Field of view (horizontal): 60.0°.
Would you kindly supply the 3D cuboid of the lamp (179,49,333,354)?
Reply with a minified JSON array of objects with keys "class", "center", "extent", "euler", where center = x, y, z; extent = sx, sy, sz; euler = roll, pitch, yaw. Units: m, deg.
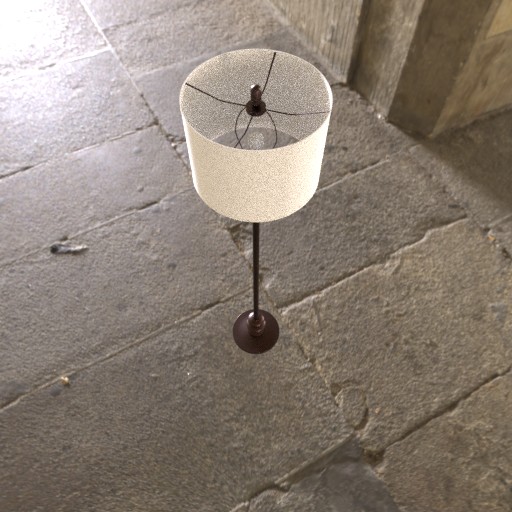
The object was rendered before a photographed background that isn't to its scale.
[{"class":"lamp","center":[0.000,0.000,1.644],"extent":[0.356,1.487,0.356],"euler":[14,60,8]}]
